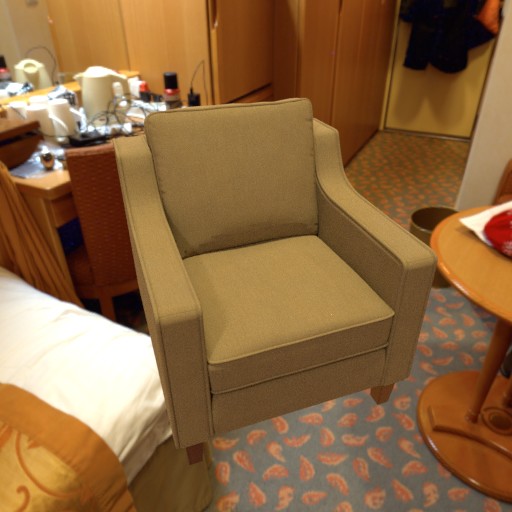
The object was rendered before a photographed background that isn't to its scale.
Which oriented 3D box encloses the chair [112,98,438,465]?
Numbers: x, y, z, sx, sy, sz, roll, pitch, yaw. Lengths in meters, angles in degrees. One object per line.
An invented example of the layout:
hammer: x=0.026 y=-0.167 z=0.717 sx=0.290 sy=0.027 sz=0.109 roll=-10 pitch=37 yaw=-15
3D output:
chair: x=0.000 y=0.000 z=1.610 sx=0.831 sy=0.960 sz=0.909 roll=-11 pitch=34 yaw=-17
